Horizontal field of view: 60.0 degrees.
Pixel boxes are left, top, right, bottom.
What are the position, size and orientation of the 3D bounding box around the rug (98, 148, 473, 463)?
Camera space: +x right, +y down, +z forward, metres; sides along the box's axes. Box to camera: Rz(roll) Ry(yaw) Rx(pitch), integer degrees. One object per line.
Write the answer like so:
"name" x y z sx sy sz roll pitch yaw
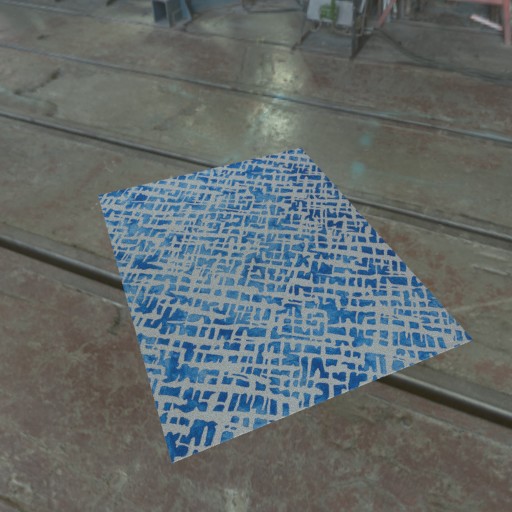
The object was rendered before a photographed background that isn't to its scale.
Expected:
"rug" 0.000 0.000 4.118 2.435 0.007 3.007 -16 48 -16
